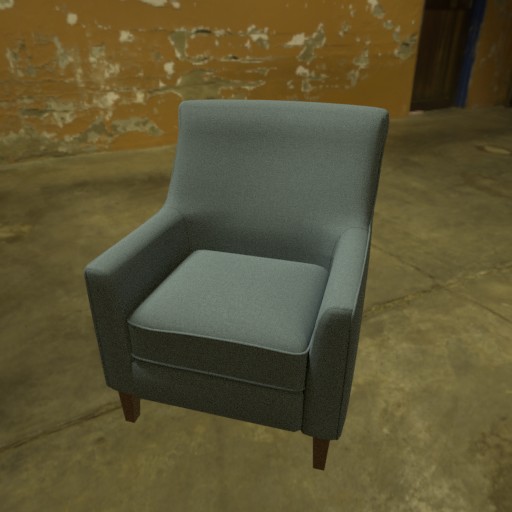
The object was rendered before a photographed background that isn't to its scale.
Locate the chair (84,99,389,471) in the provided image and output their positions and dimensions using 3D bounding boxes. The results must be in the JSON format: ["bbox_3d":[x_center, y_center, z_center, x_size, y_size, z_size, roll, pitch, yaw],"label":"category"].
[{"bbox_3d":[0.000,0.000,1.511,0.756,0.916,0.879,8,28,15],"label":"chair"}]
